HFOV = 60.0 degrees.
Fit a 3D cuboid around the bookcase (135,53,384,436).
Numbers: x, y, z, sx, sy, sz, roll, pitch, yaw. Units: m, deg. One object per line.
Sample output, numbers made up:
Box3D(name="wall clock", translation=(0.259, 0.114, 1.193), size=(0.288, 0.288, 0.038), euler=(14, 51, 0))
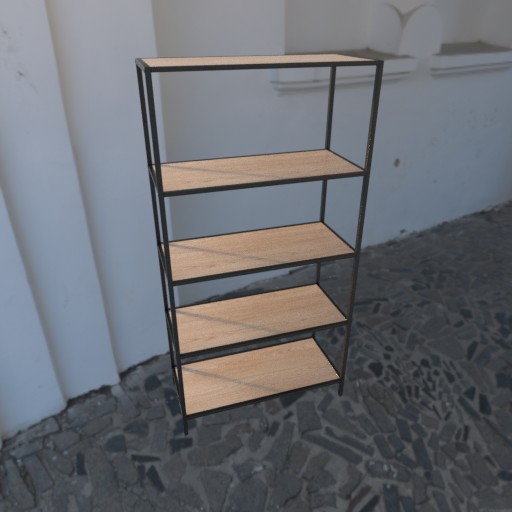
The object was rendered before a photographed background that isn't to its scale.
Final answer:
Box3D(name="bookcase", translation=(0.000, 0.000, 1.844), size=(0.770, 1.500, 0.350), euler=(-9, 29, -16))
